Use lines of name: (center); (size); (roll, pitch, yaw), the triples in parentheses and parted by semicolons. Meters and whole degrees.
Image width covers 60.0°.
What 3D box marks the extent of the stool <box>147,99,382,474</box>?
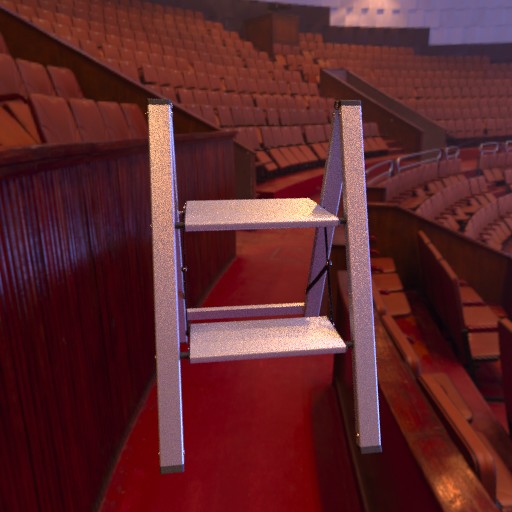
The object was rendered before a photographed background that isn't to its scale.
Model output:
stool: (0.000, 0.000, 1.007); (0.440, 0.670, 0.535); (-2, 17, -7)
